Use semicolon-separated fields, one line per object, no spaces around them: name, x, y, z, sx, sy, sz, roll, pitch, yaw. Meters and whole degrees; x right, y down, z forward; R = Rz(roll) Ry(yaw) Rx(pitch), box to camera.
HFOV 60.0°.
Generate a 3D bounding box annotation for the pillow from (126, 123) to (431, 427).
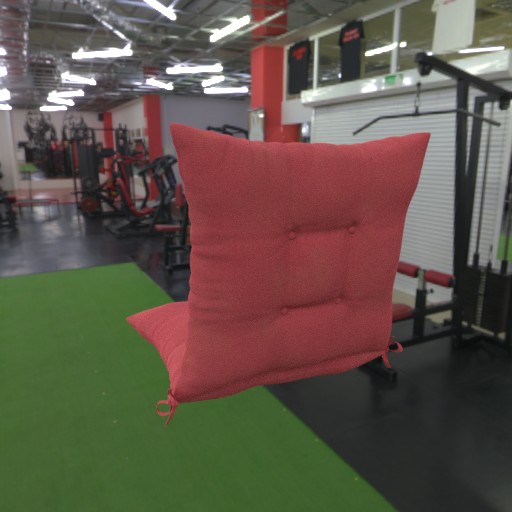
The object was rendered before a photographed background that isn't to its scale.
pillow;0.000;0.000;1.004;0.541;0.536;0.585;-6;14;-25
